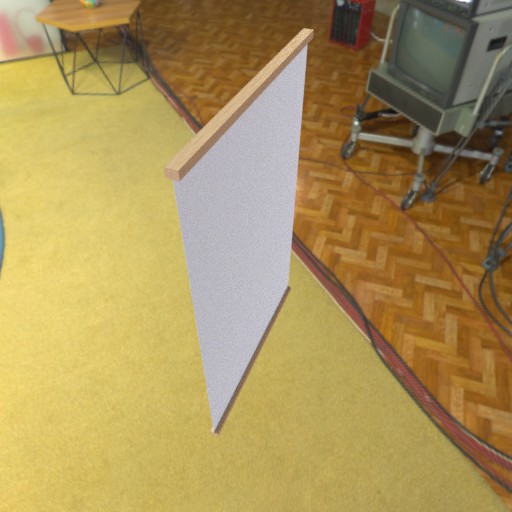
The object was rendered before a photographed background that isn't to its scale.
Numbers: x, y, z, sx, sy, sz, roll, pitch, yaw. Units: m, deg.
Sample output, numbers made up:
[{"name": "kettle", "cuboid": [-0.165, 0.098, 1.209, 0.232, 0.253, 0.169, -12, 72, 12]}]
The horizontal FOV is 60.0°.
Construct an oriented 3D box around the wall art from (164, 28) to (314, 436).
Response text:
[{"name": "wall art", "cuboid": [0.000, 0.000, 0.764, 0.016, 0.611, 0.401, 17, 48, 16]}]
